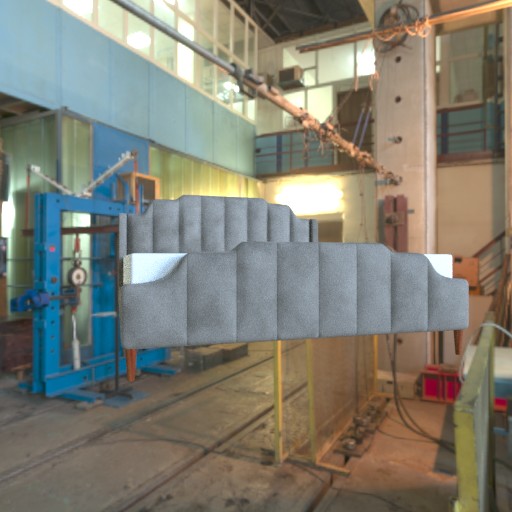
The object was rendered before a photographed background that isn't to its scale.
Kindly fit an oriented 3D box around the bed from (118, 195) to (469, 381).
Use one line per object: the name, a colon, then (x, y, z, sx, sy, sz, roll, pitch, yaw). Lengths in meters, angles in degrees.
bed: (0.000, 0.000, 3.522, 2.074, 1.245, 2.340, 0, 0, -18)
